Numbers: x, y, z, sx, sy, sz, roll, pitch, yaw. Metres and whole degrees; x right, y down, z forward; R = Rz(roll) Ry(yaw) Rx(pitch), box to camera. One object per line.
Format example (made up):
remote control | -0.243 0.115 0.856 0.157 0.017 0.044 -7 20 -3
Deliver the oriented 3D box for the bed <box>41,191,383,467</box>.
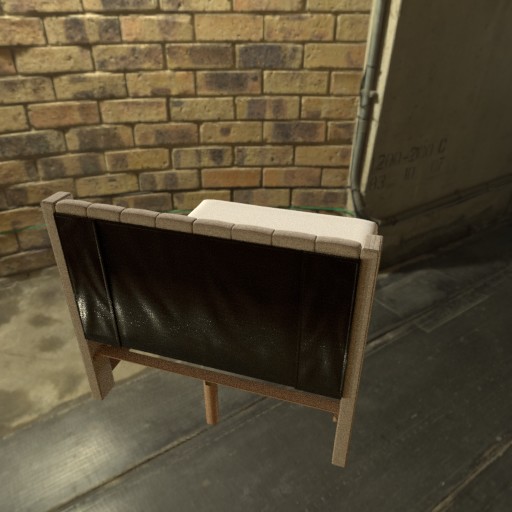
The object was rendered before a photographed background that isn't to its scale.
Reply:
bed | 0.000 0.000 3.847 2.044 1.748 2.372 9 32 15
